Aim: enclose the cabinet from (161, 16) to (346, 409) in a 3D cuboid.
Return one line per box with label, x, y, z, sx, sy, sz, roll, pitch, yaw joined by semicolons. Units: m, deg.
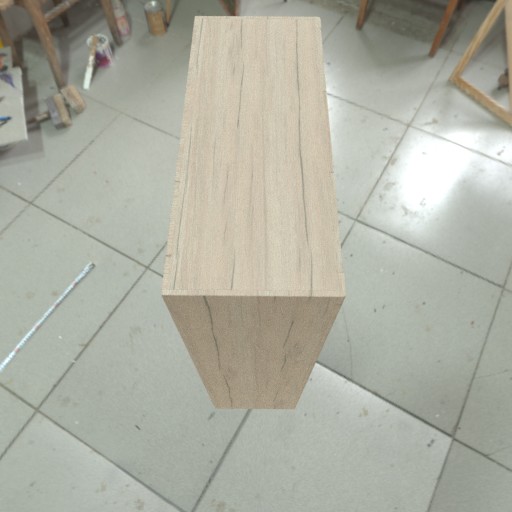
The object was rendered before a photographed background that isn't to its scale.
cabinet;0.000;0.000;2.626;0.580;2.070;1.400;1;62;0
